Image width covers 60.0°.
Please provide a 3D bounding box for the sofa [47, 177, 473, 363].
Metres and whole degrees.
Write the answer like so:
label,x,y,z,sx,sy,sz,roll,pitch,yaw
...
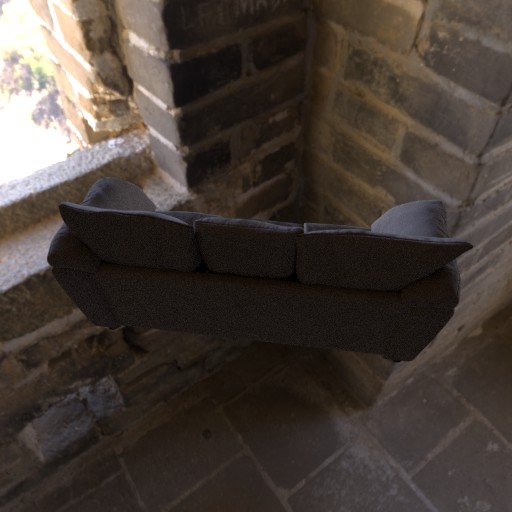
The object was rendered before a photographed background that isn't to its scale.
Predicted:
label,x,y,z,sx,sy,sz,roll,pitch,yaw
sofa,0.000,0.000,2.817,2.336,1.073,0.878,5,46,5
